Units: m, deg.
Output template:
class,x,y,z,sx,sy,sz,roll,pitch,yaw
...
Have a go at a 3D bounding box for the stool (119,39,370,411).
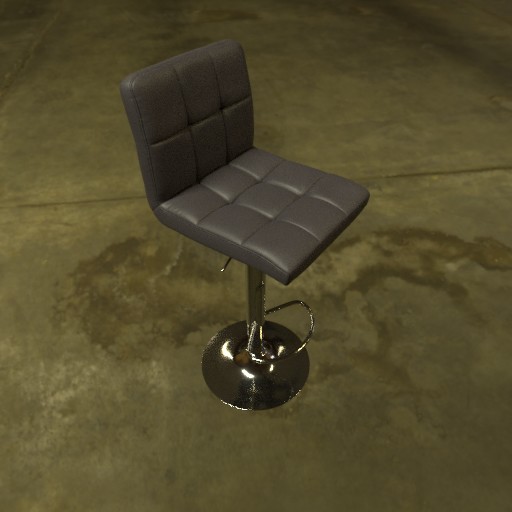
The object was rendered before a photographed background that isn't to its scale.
class,x,y,z,sx,sy,sz,roll,pitch,yaw
stool,0.000,0.000,1.379,0.505,1.115,0.430,26,48,27
